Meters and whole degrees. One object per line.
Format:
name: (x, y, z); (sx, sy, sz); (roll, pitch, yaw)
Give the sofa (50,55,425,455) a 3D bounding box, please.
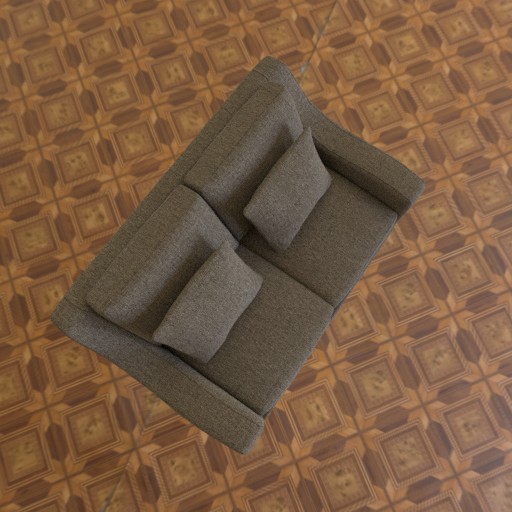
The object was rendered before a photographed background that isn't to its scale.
sofa: (0.000, 0.000, 2.448); (1.120, 0.991, 1.778); (35, 79, 8)
